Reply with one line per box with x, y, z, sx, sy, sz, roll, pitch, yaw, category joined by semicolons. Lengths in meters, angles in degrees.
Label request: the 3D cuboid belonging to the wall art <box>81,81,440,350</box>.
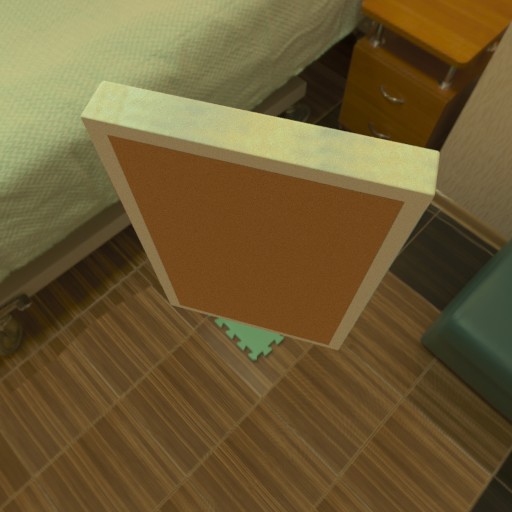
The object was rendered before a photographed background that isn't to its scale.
0.000;0.000;0.478;0.251;0.380;0.039;14;64;7;wall art
